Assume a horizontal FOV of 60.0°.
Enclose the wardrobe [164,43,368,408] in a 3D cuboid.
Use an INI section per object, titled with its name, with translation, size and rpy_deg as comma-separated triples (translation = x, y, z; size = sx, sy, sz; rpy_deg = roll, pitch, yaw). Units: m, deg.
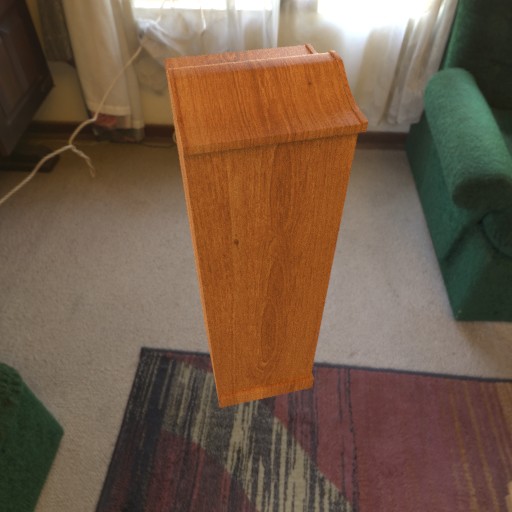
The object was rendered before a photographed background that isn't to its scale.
[wardrobe]
translation = 0.000, 0.000, 2.137
size = 0.570, 1.870, 0.590
rpy_deg = -10, 48, -9
